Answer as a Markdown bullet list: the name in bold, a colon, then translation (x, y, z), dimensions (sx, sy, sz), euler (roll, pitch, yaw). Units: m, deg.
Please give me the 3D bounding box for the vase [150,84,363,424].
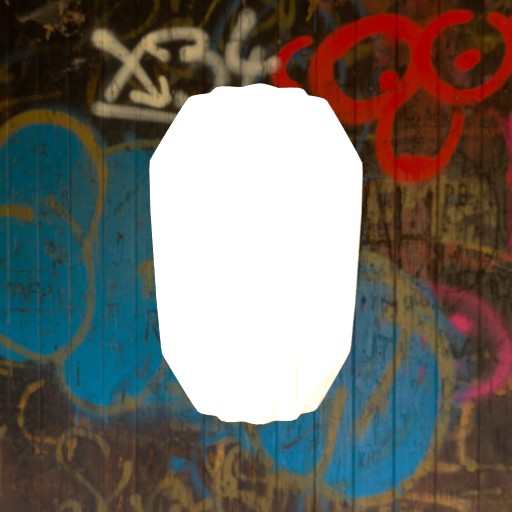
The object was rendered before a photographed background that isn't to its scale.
- **vase**: translation (0.000, 0.000, 0.417), dimensions (0.195, 0.275, 0.195), euler (0, 1, 0)
